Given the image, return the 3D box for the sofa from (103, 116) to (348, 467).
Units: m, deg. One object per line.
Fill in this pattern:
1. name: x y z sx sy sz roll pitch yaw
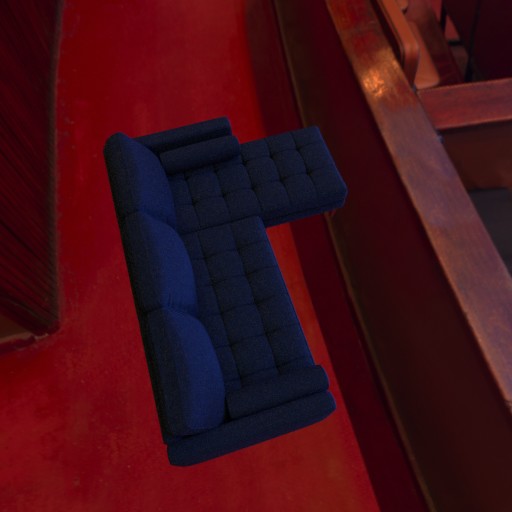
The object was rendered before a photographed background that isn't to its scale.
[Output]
1. sofa: 0.000 0.000 2.948 1.613 0.841 2.185 -16 65 -8
